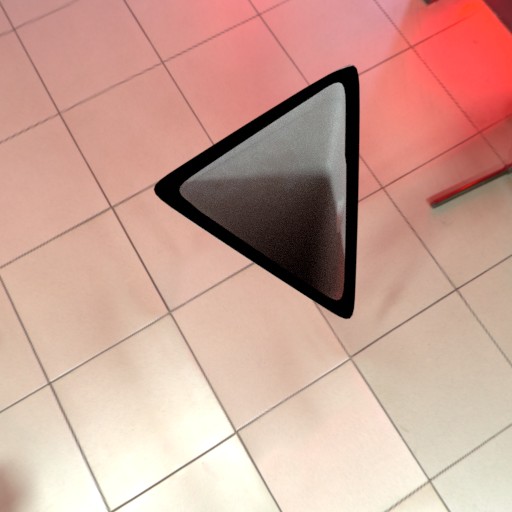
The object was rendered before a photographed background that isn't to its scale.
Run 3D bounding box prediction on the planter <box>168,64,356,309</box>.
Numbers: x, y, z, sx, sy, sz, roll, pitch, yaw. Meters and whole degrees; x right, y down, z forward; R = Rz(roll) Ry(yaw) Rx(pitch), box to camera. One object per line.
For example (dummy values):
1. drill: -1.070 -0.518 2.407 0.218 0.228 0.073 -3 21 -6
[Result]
1. planter: 0.000 0.000 0.156 0.047 0.130 0.058 2 76 0
